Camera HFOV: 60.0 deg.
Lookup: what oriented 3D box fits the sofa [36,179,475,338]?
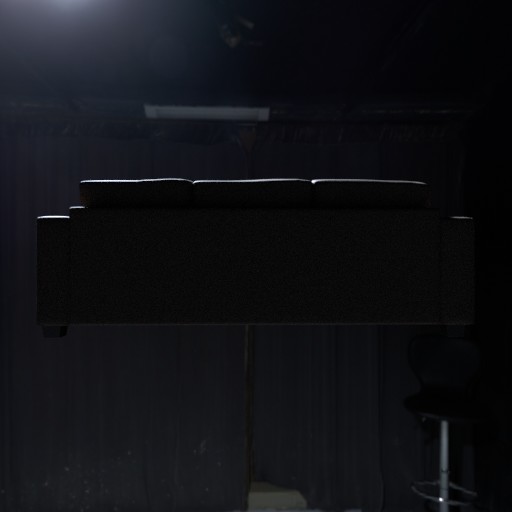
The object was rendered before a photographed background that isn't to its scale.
[{"bbox_3d":[0.000,0.000,2.597,2.160,0.806,0.900,0,0,-1],"label":"sofa"}]
